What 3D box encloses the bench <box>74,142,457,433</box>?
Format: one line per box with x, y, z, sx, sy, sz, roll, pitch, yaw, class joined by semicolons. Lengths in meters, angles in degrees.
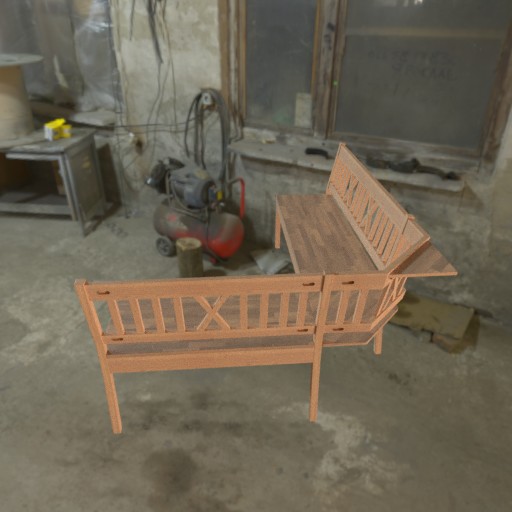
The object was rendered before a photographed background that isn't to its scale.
0.000;0.000;2.799;1.537;0.902;1.937;-2;29;-4;bench
